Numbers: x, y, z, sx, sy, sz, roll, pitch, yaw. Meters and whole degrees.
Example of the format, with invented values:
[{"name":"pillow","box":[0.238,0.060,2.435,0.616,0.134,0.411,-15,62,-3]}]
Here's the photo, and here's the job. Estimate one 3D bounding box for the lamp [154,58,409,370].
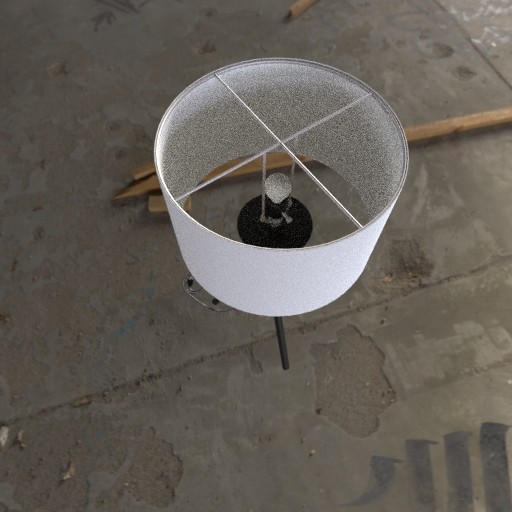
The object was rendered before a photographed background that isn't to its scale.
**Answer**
[{"name":"lamp","box":[0.000,0.000,0.916,0.422,0.674,0.353,1,61,1]}]
